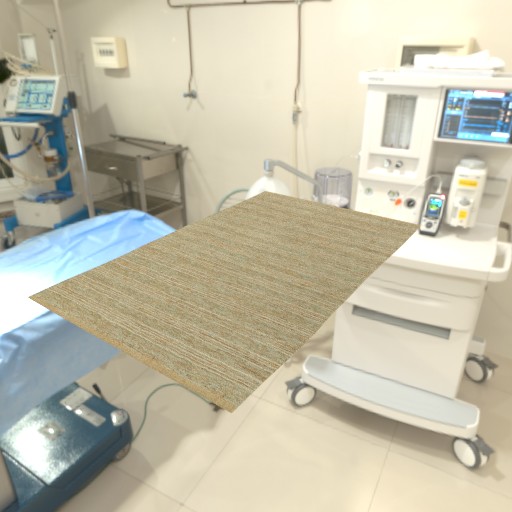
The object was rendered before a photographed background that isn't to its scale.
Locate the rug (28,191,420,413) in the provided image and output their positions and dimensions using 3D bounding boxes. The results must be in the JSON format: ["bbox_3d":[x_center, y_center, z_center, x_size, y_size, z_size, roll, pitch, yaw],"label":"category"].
[{"bbox_3d":[0.000,0.000,3.080,1.540,0.012,2.448,18,31,32],"label":"rug"}]
